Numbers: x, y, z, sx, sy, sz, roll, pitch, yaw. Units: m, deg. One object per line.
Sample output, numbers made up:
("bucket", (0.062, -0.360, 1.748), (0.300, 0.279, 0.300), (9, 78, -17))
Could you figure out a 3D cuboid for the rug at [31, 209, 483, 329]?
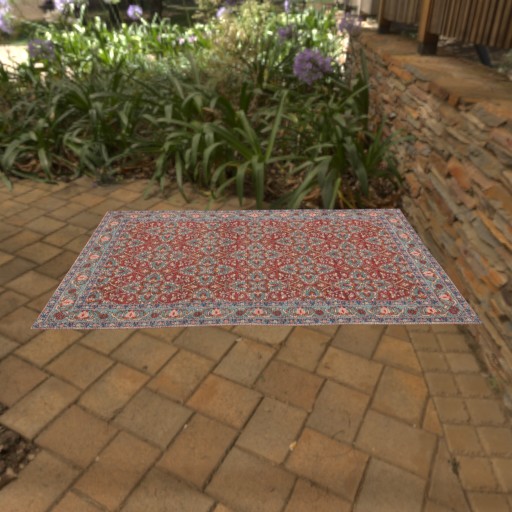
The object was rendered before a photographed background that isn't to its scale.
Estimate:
("rug", (0.000, 0.000, 3.047), (2.439, 0.011, 1.533), (-1, 30, -1))
